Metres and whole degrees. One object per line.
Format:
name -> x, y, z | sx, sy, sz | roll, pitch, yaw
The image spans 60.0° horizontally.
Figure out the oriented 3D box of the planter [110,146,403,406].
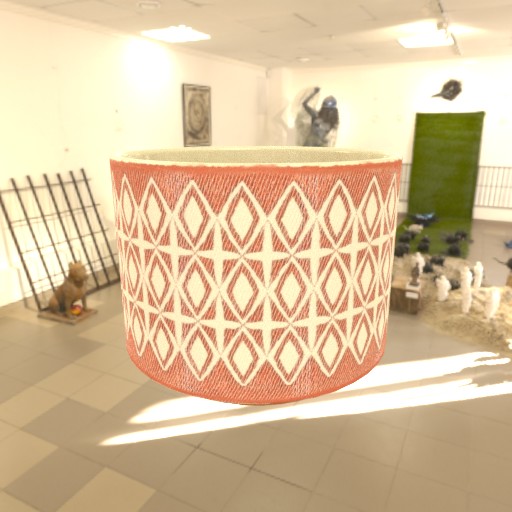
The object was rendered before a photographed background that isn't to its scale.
planter -> 0.000, 0.000, 0.325 | 0.192, 0.148, 0.192 | 0, 16, 0
